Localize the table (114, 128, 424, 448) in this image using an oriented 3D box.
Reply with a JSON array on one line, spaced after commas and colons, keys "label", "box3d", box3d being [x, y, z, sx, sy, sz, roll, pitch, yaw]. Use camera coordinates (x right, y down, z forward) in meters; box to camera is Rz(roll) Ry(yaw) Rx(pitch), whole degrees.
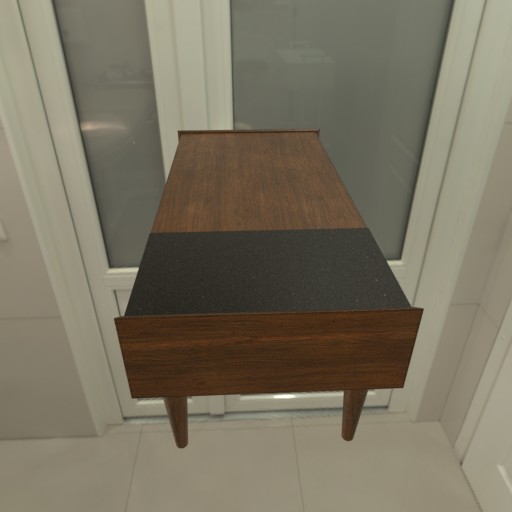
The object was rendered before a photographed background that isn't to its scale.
[{"label": "table", "box3d": [0.000, 0.000, 1.519, 0.610, 0.508, 1.221, -1, 32, -2]}]
